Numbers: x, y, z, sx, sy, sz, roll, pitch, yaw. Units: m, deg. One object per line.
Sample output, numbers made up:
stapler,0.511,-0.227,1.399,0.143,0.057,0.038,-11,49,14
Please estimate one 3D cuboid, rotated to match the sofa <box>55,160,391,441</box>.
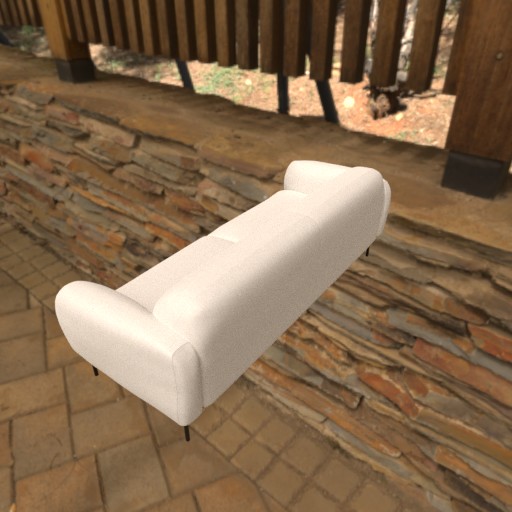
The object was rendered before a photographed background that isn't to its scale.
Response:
sofa,0.000,0.000,2.744,0.880,0.780,2.257,21,38,30
